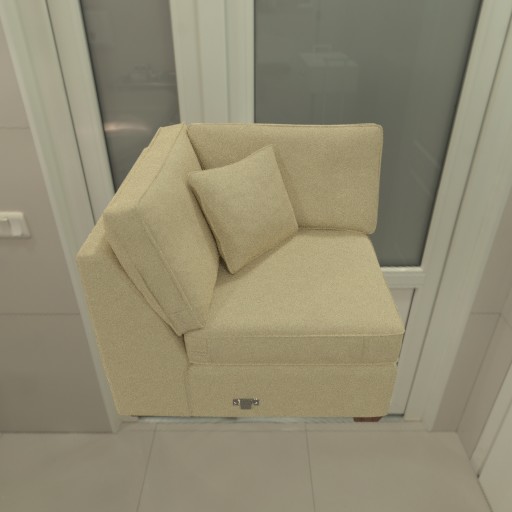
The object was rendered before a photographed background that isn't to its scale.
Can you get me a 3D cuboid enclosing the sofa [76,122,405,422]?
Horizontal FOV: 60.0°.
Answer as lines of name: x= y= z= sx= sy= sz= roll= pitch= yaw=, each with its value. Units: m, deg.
sofa: x=0.000 y=0.000 z=1.981 sx=1.146 sy=1.002 sz=1.084 roll=0 pitch=32 yaw=0
